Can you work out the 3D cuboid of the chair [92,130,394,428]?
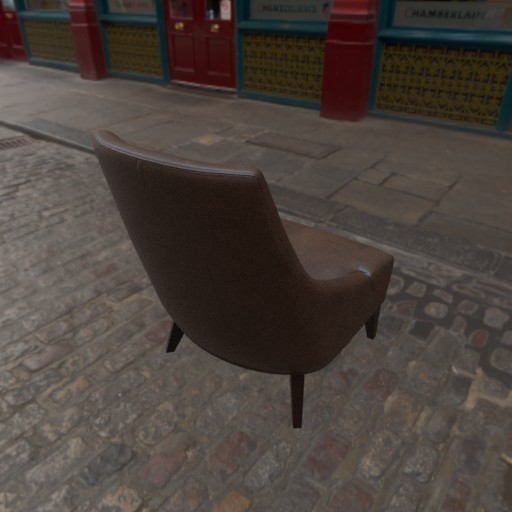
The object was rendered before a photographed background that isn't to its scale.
[{"bbox_3d":[0.000,0.000,1.499,0.701,0.909,0.861,21,36,31],"label":"chair"}]
